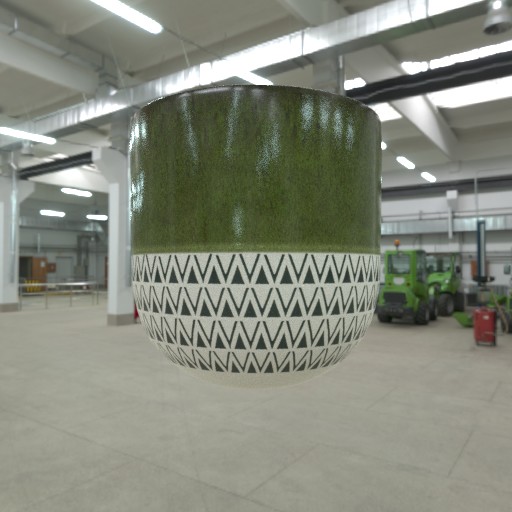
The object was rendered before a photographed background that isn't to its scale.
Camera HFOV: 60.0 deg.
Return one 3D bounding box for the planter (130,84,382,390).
[{"bbox_3d":[0.000,0.000,0.484,0.266,0.270,0.266,0,-1,0],"label":"planter"}]
